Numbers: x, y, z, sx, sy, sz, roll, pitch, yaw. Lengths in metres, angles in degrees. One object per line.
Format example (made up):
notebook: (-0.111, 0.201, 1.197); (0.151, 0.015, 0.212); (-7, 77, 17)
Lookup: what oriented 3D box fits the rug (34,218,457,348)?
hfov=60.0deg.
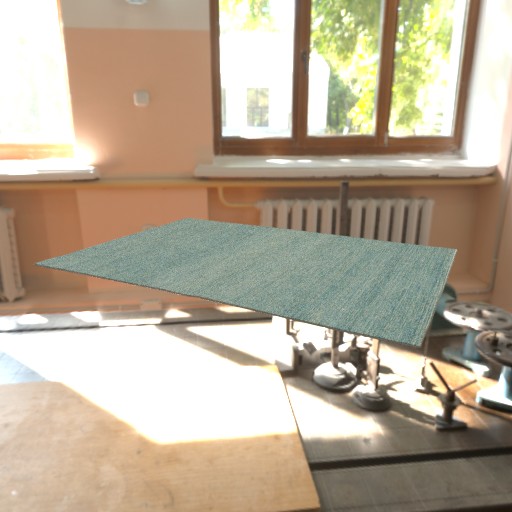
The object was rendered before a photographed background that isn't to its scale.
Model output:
rug: (0.000, 0.000, 2.902); (2.305, 0.029, 1.593); (9, 19, 27)
